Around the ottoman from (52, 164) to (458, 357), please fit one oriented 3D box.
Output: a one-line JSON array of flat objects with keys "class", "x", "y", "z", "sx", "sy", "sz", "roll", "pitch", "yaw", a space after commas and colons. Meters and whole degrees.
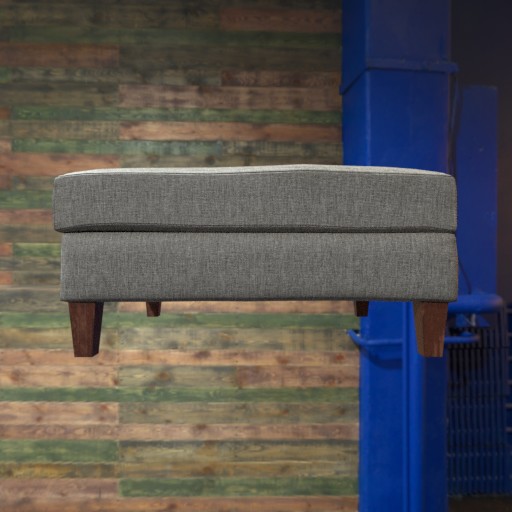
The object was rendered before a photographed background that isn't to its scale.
[{"class": "ottoman", "x": 0.000, "y": 0.000, "z": 1.460, "sx": 0.994, "sy": 0.492, "sz": 0.839, "roll": 0, "pitch": 0, "yaw": 0}]
